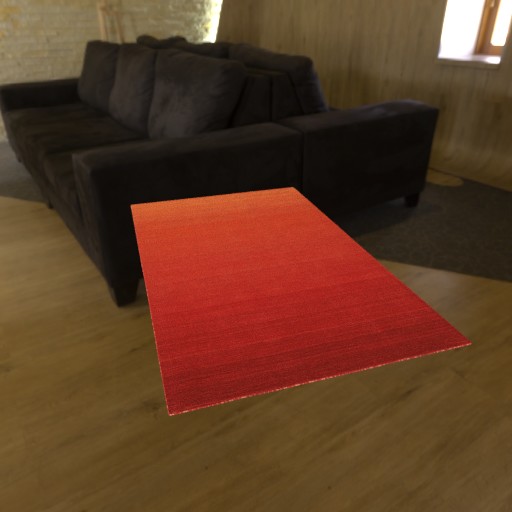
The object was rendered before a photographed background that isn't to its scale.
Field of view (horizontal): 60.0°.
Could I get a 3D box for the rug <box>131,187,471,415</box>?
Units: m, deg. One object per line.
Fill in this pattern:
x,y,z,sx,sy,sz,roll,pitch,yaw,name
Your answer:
0.000,0.000,3.065,1.531,0.010,2.442,-9,30,-15,rug
